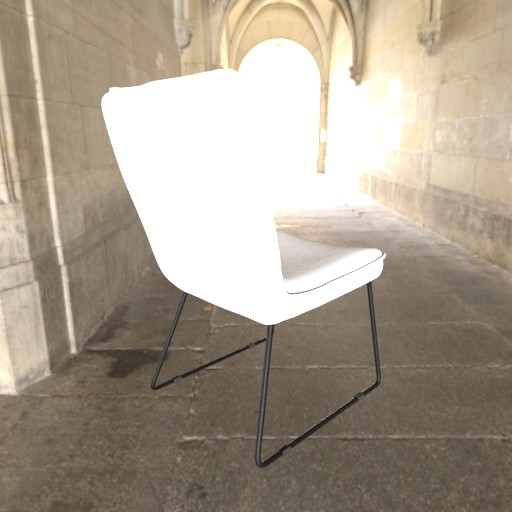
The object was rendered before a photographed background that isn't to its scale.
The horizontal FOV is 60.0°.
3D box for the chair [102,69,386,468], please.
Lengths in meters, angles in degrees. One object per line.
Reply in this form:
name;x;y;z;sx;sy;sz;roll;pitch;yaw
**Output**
chair;0.000;0.000;1.312;0.688;0.930;0.515;-14;21;-43
